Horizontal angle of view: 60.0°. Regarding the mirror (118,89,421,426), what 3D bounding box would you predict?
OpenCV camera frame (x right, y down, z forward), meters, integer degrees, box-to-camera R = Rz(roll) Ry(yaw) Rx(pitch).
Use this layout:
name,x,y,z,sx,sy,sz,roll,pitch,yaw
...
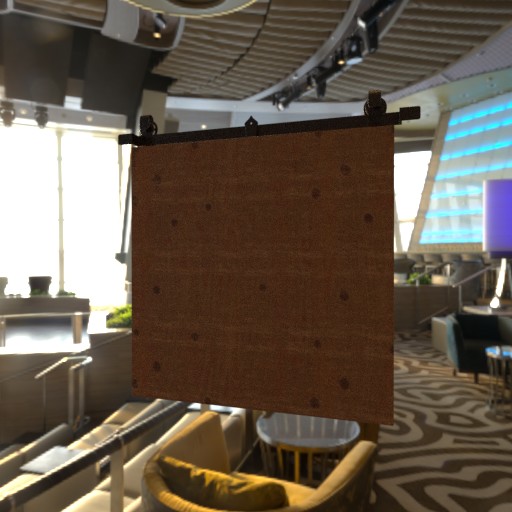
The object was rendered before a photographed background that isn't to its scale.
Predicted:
name,x,y,z,sx,sy,sz,roll,pitch,yaw
mirror,0.000,0.000,1.160,0.805,0.800,0.054,0,0,18
